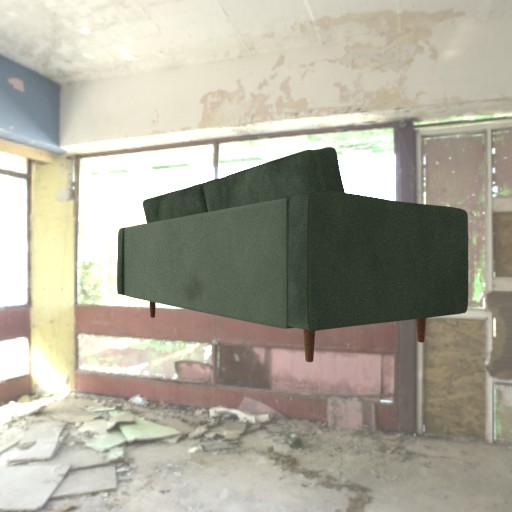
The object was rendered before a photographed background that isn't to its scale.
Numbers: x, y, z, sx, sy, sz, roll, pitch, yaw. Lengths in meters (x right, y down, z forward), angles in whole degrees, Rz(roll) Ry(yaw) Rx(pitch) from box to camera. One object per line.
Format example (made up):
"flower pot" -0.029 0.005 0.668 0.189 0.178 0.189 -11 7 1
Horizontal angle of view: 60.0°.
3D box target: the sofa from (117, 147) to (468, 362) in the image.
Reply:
"sofa" 0.000 0.000 2.363 0.916 0.772 1.880 0 -1 -35
